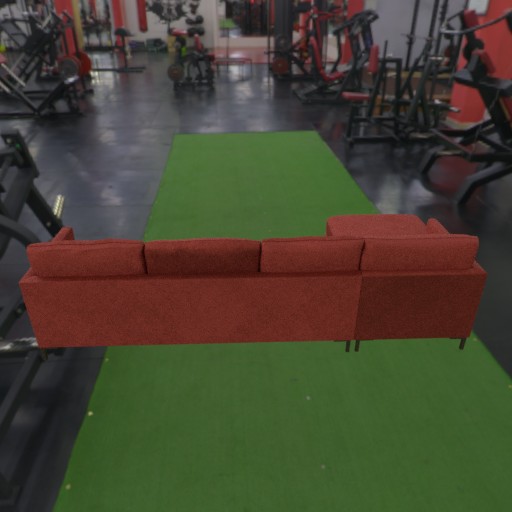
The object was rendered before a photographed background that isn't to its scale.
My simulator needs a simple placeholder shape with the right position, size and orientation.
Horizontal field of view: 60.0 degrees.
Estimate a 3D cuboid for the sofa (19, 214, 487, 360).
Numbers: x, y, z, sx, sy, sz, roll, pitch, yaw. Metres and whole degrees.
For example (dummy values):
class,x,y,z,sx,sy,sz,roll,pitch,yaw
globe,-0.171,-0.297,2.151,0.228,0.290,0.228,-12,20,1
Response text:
class,x,y,z,sx,sy,sz,roll,pitch,yaw
sofa,0.000,0.000,3.921,3.400,0.967,1.500,-1,29,-2
